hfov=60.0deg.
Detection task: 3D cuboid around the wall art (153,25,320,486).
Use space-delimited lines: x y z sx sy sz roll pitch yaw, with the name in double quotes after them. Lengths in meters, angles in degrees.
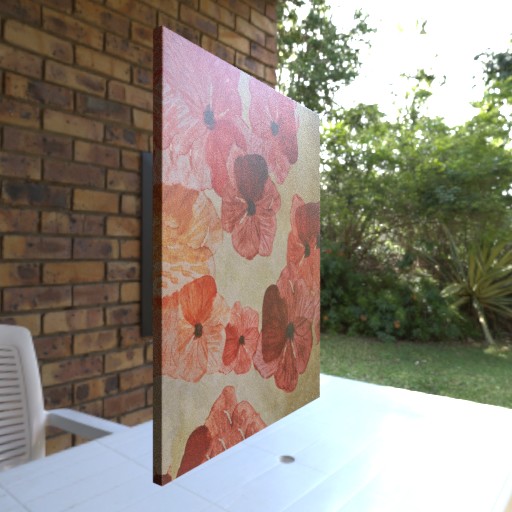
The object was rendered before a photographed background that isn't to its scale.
0.000 0.000 1.294 0.031 1.015 0.762 0 0 35 "wall art"
